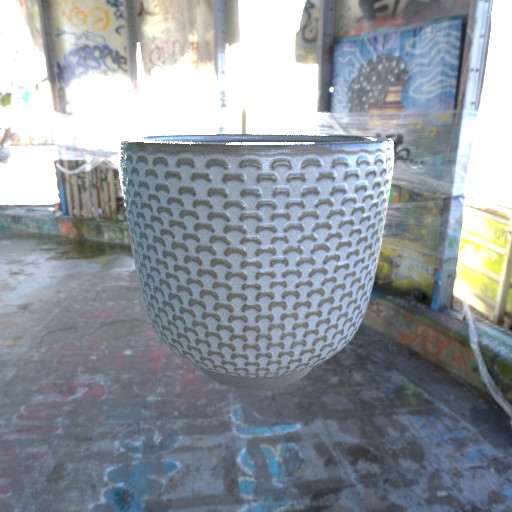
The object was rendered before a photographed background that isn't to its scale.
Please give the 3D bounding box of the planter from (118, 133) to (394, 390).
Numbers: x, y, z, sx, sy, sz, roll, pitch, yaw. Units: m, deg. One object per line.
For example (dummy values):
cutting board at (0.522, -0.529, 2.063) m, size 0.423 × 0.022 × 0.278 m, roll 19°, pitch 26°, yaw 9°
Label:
planter at (0.000, 0.000, 0.309) m, size 0.173 × 0.160 × 0.173 m, roll 0°, pitch 17°, yaw 0°
